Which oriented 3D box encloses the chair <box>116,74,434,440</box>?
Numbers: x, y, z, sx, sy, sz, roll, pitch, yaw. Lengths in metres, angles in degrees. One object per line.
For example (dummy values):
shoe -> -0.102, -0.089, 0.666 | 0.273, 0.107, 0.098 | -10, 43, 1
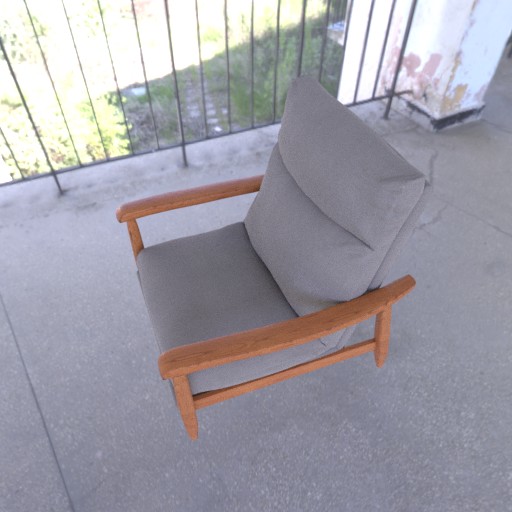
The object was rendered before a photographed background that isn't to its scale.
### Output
chair -> 0.000, 0.000, 1.517 | 0.816, 0.922, 0.782 | -16, 48, -15
